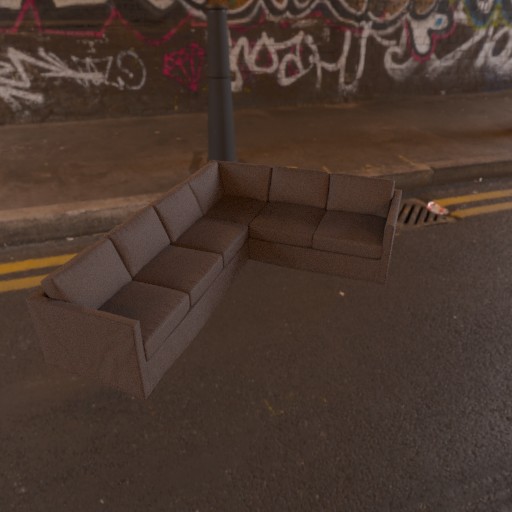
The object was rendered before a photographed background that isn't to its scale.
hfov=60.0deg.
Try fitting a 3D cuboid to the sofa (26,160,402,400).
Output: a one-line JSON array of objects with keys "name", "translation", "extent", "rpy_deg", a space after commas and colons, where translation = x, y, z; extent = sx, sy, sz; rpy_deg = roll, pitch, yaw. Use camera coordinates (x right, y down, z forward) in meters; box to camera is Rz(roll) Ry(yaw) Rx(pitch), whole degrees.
[{"name": "sofa", "translation": [0.000, 0.000, 4.276], "extent": [2.432, 0.871, 3.182], "rpy_deg": [10, 32, 17]}]
